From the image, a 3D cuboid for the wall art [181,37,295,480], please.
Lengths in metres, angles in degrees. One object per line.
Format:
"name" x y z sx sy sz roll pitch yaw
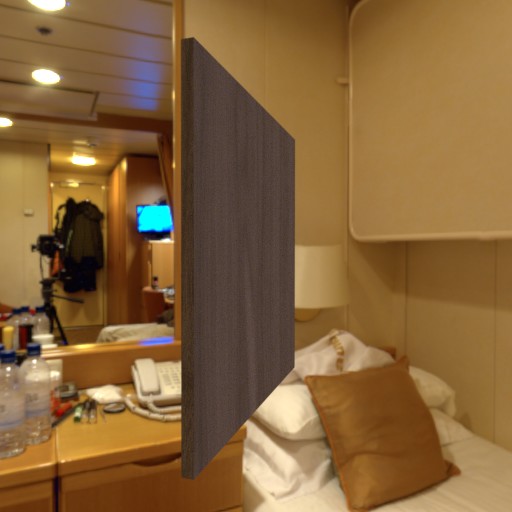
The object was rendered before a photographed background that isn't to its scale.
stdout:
"wall art" 0.000 0.000 0.749 0.016 0.507 0.508 0 1 18
